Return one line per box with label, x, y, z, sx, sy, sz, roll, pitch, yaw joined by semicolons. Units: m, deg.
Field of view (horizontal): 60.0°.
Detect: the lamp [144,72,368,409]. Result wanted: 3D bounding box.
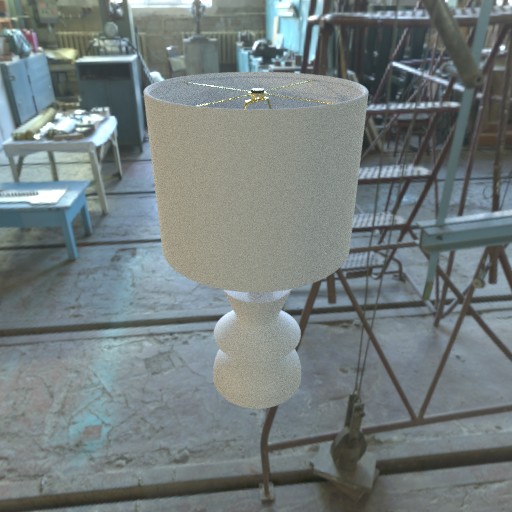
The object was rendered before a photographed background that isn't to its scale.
lamp;0.000;0.000;0.739;0.301;0.533;0.301;22;36;33
